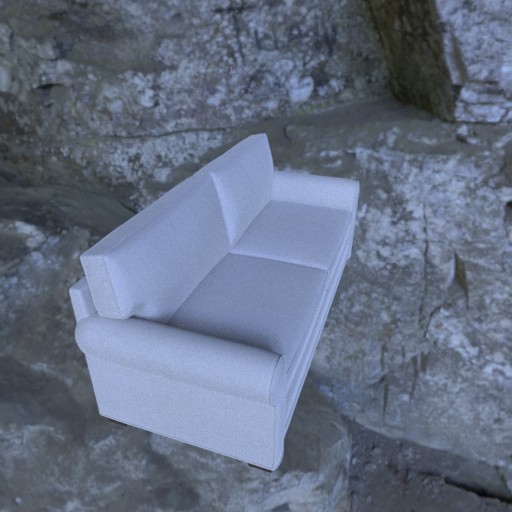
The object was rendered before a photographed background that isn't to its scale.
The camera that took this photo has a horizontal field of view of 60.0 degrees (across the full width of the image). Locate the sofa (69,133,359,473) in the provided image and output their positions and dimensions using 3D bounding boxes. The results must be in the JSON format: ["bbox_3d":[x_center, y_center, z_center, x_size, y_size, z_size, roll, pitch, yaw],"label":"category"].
[{"bbox_3d":[0.000,0.000,2.598,0.901,0.962,2.146,10,31,17],"label":"sofa"}]
